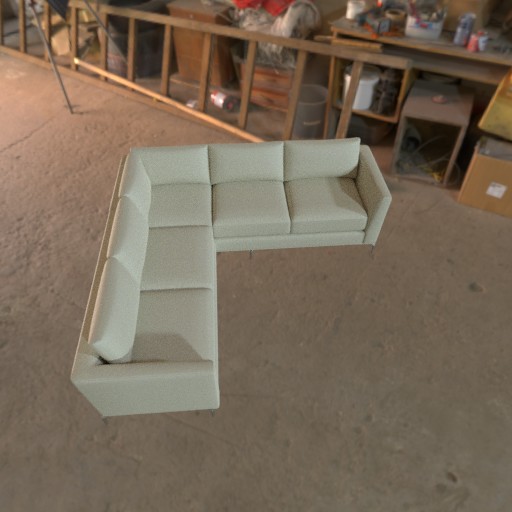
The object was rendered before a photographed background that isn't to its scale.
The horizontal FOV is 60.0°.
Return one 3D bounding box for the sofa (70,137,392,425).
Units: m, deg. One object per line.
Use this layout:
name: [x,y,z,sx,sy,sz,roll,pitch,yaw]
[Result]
sofa: [0.000,0.000,3.722,2.448,0.867,2.430,-3,46,-3]
